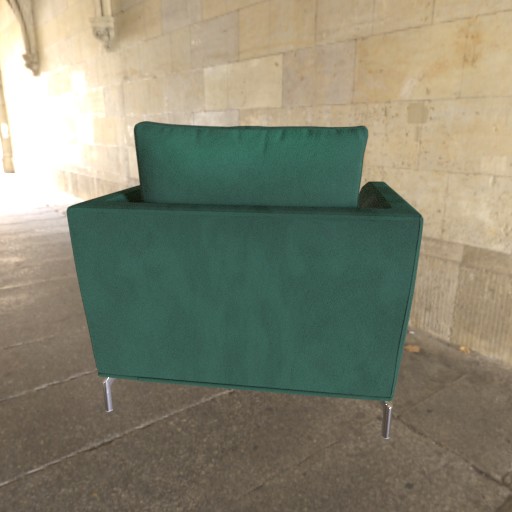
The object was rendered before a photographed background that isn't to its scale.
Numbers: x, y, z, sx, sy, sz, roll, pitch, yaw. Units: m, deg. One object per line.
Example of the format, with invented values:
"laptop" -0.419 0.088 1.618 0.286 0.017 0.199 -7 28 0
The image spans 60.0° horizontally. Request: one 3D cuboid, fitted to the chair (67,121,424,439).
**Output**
"chair" 0.000 0.000 1.722 1.047 0.997 0.852 2 16 8
